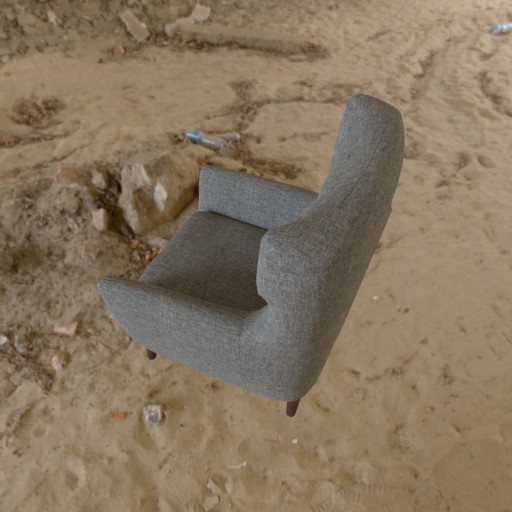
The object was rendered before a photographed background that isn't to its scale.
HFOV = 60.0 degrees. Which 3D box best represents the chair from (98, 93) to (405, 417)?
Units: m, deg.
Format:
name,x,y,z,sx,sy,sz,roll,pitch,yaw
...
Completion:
name,x,y,z,sx,sy,sz,roll,pitch,yaw
chair,0.000,0.000,1.742,0.904,1.063,0.878,17,47,16
